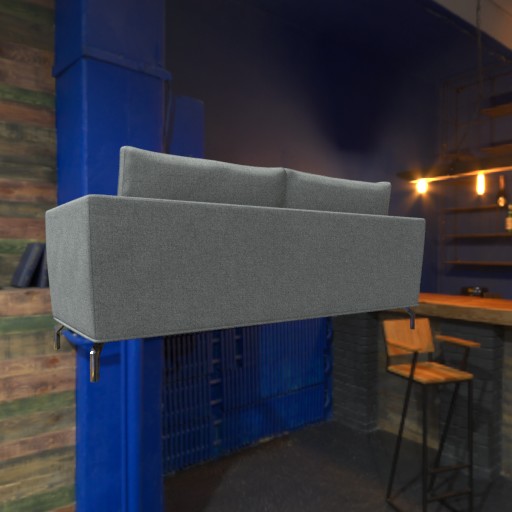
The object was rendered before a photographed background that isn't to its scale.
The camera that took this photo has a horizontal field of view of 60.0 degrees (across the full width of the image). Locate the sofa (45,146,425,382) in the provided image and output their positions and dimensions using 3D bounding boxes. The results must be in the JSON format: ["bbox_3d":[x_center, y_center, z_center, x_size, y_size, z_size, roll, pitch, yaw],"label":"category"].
[{"bbox_3d":[0.000,0.000,2.693,2.212,1.002,0.869,0,1,-35],"label":"sofa"}]
